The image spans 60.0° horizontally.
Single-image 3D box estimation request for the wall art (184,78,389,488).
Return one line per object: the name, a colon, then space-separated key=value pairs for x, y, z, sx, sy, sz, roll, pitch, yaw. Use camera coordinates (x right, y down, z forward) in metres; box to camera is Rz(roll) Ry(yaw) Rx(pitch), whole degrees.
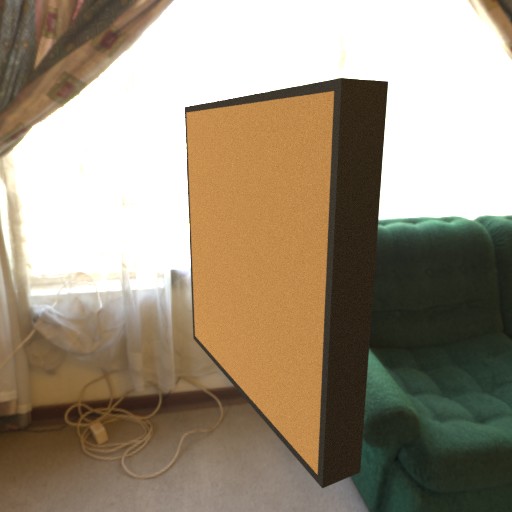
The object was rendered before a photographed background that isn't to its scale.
wall art: x=0.000 y=0.000 z=0.450 sx=0.038 sy=0.304 sz=0.304 roll=-8 pitch=17 yaw=-26
